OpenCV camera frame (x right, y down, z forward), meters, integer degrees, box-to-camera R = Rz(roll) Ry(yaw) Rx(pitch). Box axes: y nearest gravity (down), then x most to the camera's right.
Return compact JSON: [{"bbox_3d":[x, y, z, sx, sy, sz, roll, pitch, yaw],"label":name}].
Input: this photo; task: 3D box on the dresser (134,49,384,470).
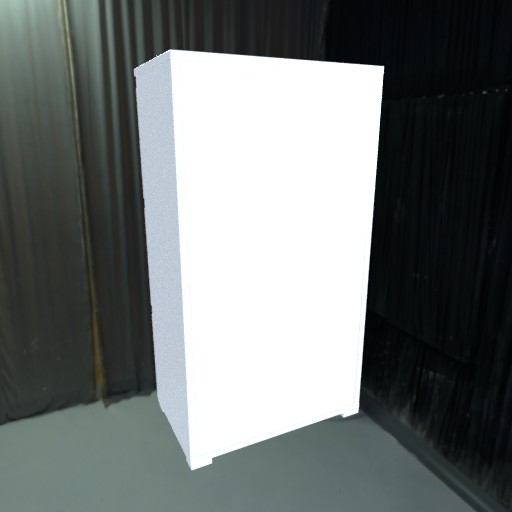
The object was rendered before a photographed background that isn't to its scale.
[{"bbox_3d":[0.000,0.000,1.511,0.650,1.190,0.400,-8,18,-26],"label":"dresser"}]
